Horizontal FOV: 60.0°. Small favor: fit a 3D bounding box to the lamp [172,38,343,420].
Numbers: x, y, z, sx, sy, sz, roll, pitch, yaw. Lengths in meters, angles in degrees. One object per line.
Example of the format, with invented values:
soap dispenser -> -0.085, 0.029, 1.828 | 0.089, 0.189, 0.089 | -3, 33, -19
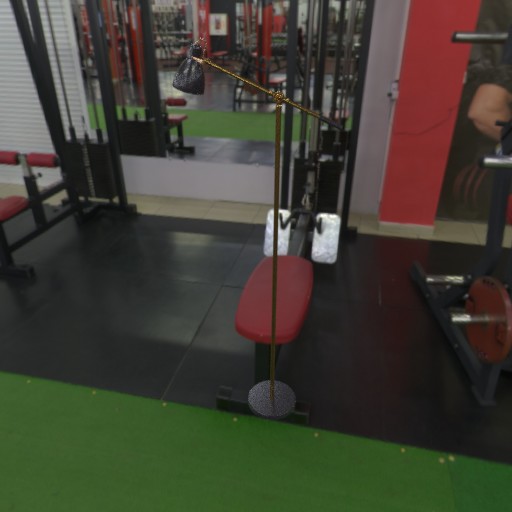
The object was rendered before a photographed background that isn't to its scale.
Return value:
lamp -> 0.000, 0.000, 1.849 | 0.618, 1.628, 0.235 | 7, 29, 13
